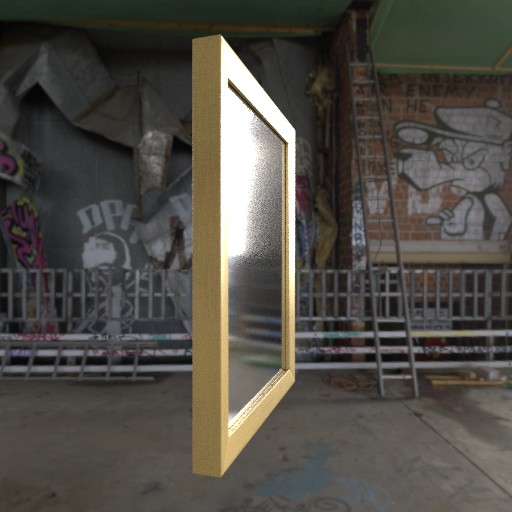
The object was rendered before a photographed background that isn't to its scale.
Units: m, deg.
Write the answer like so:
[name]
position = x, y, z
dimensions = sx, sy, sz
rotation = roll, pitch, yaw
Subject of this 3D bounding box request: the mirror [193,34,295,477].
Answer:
[mirror]
position = 0.000, 0.000, 0.707
dimensions = 0.041, 0.508, 0.405
rotation = 0, 0, 17
